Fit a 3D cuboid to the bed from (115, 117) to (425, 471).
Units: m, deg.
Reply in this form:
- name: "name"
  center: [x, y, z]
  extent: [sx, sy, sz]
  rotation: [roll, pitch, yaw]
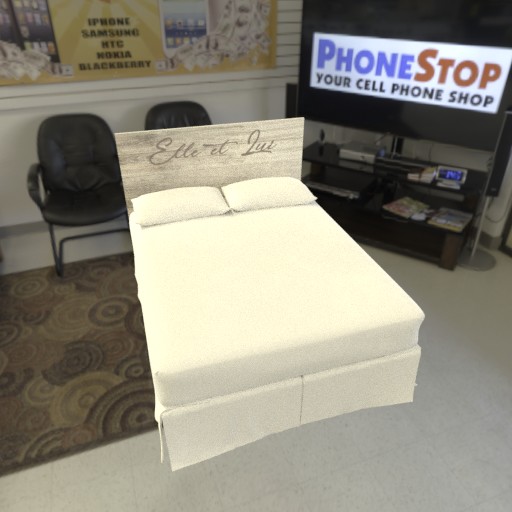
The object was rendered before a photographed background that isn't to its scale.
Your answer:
- name: "bed"
  center: [0.000, 0.000, 3.205]
  extent: [1.745, 1.335, 2.094]
  rotation: [-9, 33, -15]
